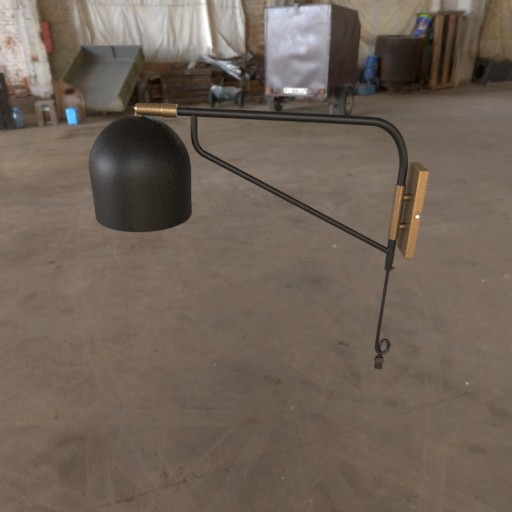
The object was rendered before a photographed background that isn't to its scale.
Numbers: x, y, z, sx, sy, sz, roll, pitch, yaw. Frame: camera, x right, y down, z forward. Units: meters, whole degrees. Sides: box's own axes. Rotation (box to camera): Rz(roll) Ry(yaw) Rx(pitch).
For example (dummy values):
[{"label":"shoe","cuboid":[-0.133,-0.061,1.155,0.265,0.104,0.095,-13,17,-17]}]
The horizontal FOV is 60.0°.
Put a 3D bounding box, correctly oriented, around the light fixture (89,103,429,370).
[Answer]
[{"label":"light fixture","cuboid":[0.000,0.000,1.057,0.720,0.696,0.215,1,27,1]}]
